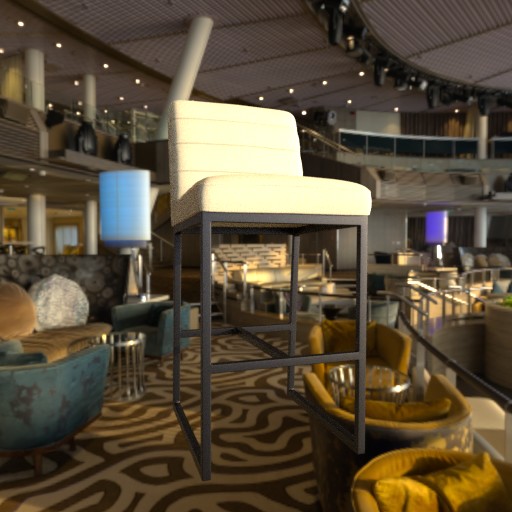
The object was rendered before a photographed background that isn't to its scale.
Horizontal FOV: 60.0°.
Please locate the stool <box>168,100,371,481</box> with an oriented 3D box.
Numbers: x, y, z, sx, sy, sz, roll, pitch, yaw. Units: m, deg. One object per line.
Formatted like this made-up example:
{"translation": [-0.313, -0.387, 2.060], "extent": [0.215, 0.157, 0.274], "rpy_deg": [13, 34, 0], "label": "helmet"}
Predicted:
{"translation": [0.000, 0.000, 1.334], "extent": [0.460, 1.040, 0.560], "rpy_deg": [-1, 2, -19], "label": "stool"}
